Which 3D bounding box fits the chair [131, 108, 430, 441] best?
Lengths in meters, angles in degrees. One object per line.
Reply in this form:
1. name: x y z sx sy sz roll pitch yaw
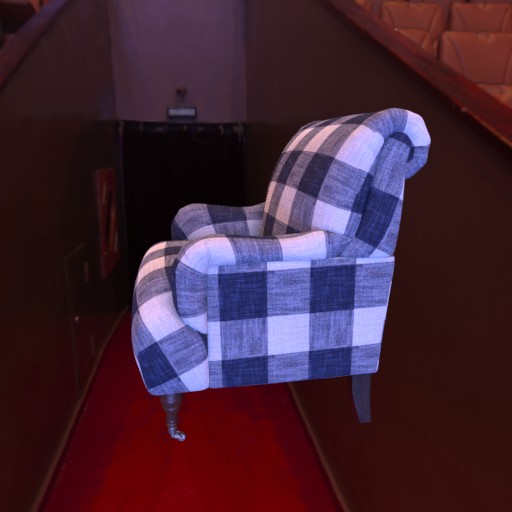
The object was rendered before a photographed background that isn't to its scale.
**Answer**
1. chair: 0.000 0.000 1.568 0.848 0.953 0.781 -3 14 -10
